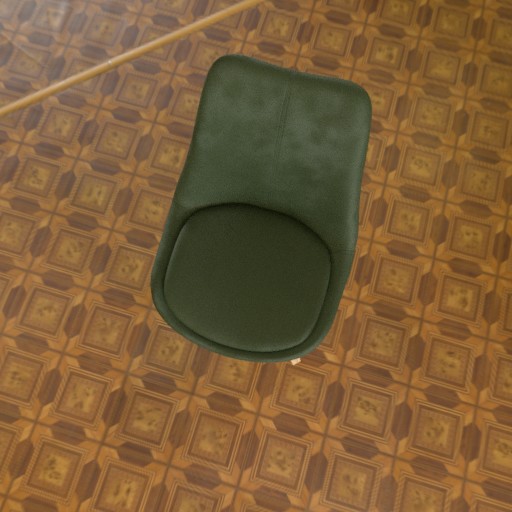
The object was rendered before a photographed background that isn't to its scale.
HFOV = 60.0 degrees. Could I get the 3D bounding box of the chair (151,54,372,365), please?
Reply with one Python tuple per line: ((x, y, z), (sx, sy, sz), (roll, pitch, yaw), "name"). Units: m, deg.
((0.000, 0.000, 1.187), (0.483, 0.865, 0.547), (16, 76, 4), "chair")
